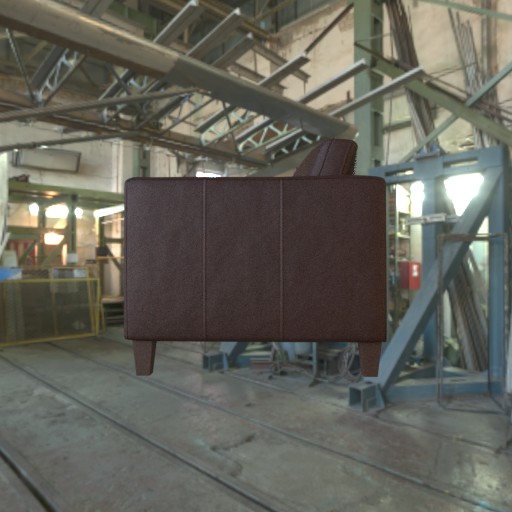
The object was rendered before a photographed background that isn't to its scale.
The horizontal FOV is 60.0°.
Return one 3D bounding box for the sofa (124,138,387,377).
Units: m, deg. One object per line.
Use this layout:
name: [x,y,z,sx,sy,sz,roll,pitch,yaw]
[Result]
sofa: [0.000,0.000,2.450,0.923,0.863,1.971,0,-1,1]
